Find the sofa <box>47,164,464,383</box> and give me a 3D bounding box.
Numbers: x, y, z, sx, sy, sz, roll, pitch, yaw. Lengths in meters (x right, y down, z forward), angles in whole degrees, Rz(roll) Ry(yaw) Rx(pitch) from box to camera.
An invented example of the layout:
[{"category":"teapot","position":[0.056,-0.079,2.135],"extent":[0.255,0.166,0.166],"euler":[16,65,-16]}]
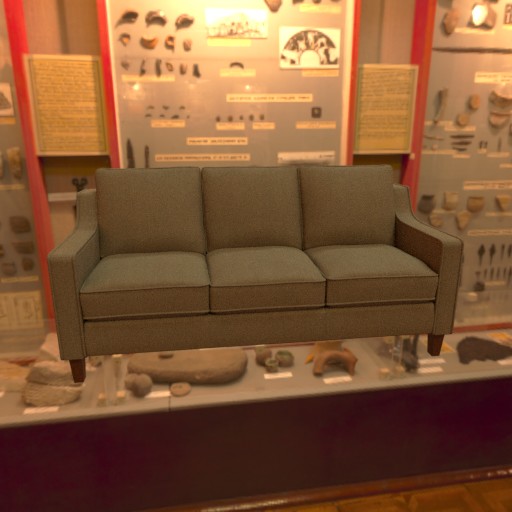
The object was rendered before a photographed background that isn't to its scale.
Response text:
[{"category":"sofa","position":[0.000,0.000,2.532],"extent":[1.986,0.974,0.911],"euler":[-2,17,-8]}]
